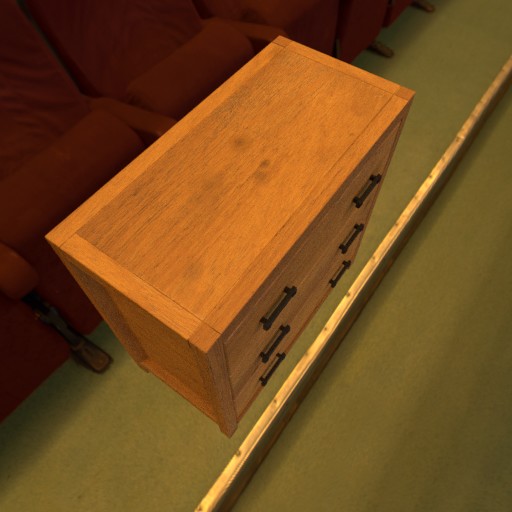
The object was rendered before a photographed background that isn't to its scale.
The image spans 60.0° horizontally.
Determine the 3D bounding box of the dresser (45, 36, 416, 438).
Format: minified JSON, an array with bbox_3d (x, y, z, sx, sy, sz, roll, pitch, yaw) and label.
[{"bbox_3d":[0.000,0.000,1.296,0.427,0.804,0.804,31,63,18],"label":"dresser"}]
